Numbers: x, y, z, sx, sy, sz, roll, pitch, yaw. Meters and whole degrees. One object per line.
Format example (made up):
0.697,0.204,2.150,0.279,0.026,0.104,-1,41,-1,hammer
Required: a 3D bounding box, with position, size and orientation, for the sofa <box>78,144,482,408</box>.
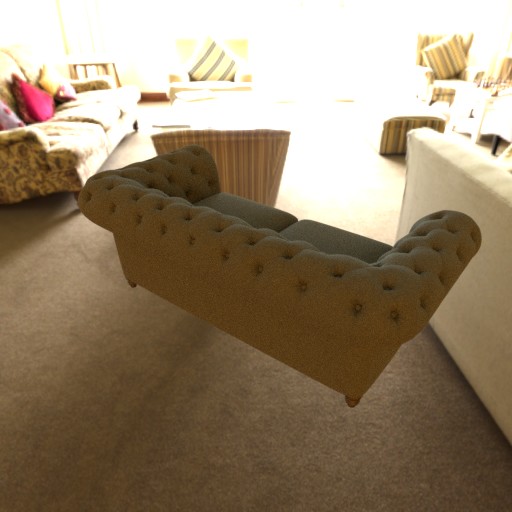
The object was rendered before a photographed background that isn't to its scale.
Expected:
0.000,0.000,2.428,1.998,0.764,0.986,22,37,32,sofa
